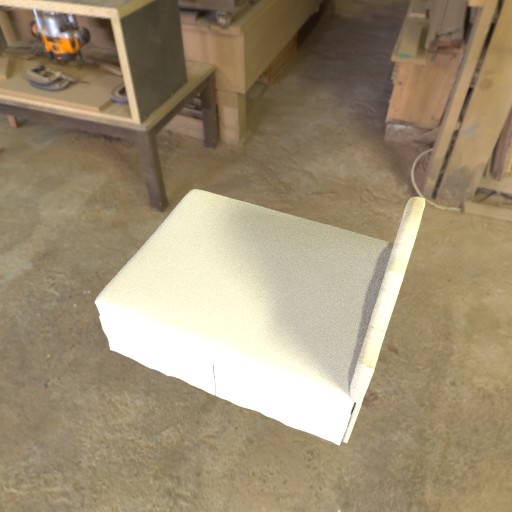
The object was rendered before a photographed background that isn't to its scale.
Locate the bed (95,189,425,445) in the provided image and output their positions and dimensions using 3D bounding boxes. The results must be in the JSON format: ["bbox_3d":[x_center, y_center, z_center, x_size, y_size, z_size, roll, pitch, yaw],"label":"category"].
[{"bbox_3d":[0.000,0.000,3.397,2.092,1.575,1.627,17,48,16],"label":"bed"}]
